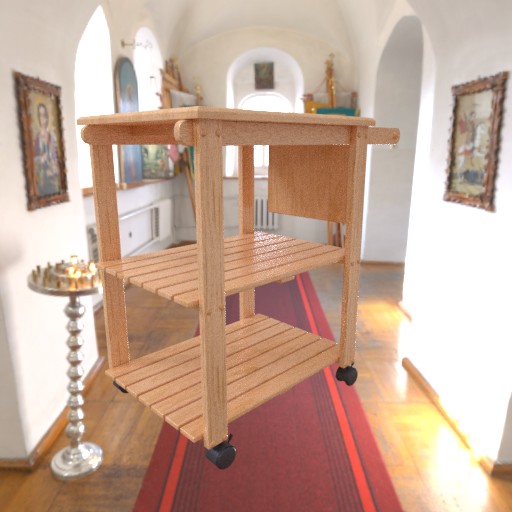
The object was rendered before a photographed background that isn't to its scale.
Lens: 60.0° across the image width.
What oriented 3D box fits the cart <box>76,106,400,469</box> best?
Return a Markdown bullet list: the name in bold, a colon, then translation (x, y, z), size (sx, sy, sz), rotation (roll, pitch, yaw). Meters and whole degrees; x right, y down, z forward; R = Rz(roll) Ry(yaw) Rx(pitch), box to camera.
- **cart**: translation (0.000, 0.000, 1.358), size (0.843, 0.816, 0.520), rotation (-14, 20, -43)
